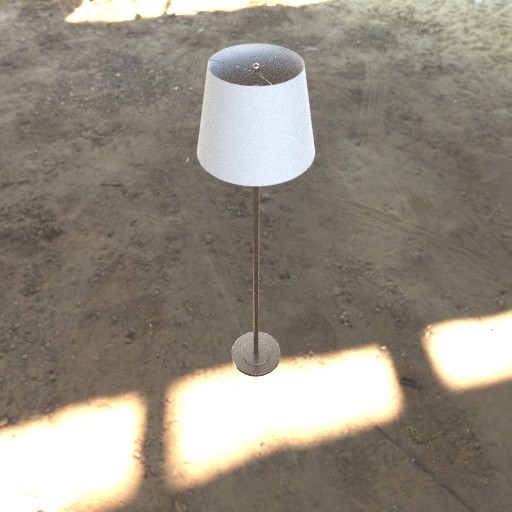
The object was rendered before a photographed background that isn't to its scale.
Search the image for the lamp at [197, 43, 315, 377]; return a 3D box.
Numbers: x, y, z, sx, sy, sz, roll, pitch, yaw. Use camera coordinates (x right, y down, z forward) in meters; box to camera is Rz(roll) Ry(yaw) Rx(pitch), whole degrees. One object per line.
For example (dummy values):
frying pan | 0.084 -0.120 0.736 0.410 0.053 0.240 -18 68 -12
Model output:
lamp | 0.000 0.000 1.690 0.355 1.473 0.355 0 47 0
